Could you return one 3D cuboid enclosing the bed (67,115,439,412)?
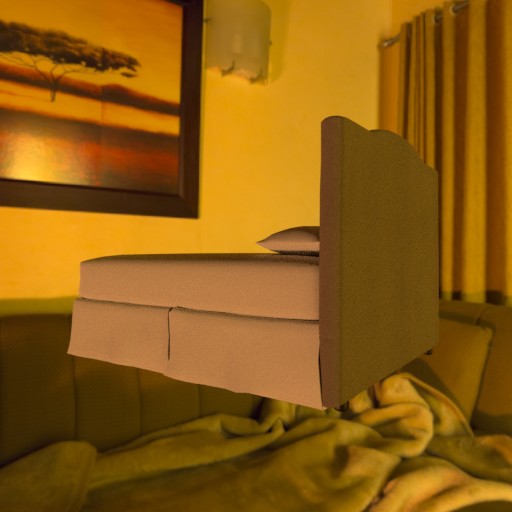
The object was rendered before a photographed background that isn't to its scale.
[{"bbox_3d":[0.000,0.000,3.239,2.128,1.441,1.744,0,0,36],"label":"bed"}]
